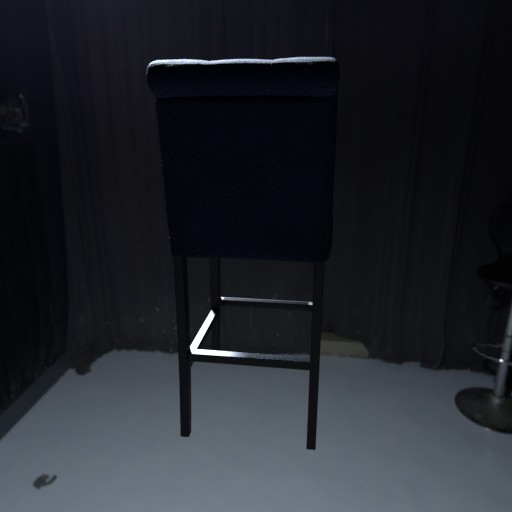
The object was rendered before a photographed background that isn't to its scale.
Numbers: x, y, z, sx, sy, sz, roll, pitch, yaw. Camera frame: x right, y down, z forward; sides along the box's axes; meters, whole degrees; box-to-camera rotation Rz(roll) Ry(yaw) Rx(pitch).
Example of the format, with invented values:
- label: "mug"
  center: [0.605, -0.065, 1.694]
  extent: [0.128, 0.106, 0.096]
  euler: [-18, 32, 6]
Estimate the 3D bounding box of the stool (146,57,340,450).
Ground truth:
- label: "stool"
  center: [0.000, 0.000, 1.459]
  extent: [0.493, 1.140, 0.601]
  euler: [2, 18, 8]
